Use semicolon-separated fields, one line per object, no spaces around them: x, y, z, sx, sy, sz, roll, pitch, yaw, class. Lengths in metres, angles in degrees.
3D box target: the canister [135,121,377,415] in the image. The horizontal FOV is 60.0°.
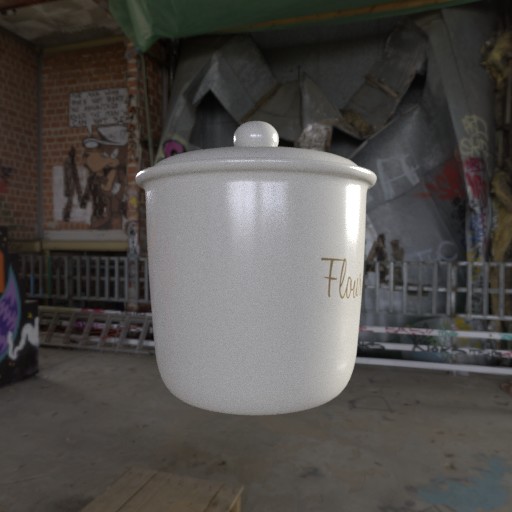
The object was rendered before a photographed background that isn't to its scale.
0.000;0.000;0.347;0.182;0.208;0.182;0;1;0;canister
